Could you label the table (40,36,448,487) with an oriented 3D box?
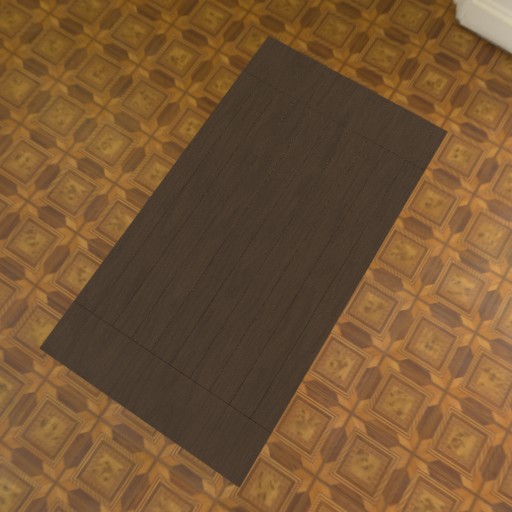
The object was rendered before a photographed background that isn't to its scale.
[{"bbox_3d":[0.000,0.000,1.394,0.600,0.494,1.062,32,78,7],"label":"table"}]
